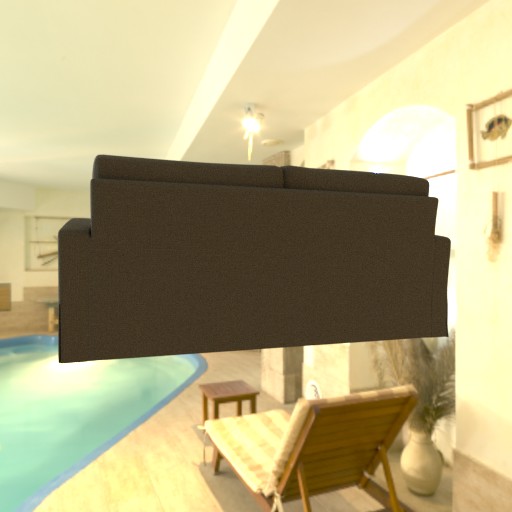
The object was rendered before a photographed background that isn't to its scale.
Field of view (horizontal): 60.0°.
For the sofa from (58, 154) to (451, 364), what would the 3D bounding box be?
[{"bbox_3d":[0.000,0.000,2.339,1.852,0.839,0.898,0,0,-19],"label":"sofa"}]
